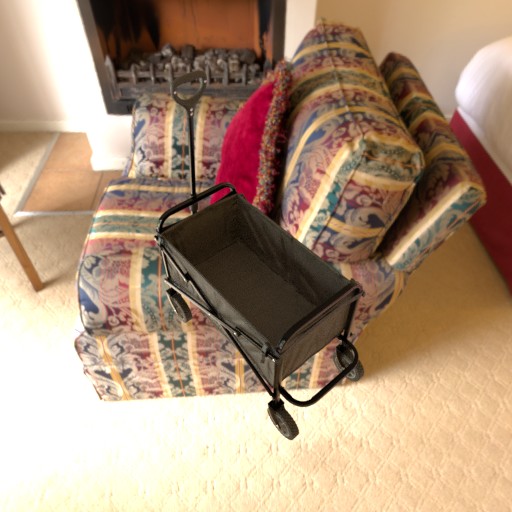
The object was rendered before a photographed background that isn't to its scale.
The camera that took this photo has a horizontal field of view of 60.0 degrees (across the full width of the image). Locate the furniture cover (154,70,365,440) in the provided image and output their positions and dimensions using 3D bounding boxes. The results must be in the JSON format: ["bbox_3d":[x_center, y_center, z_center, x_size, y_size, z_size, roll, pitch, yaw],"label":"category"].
[{"bbox_3d":[0.000,0.000,1.854,0.532,1.295,1.038,-32,55,-26],"label":"furniture cover"}]
